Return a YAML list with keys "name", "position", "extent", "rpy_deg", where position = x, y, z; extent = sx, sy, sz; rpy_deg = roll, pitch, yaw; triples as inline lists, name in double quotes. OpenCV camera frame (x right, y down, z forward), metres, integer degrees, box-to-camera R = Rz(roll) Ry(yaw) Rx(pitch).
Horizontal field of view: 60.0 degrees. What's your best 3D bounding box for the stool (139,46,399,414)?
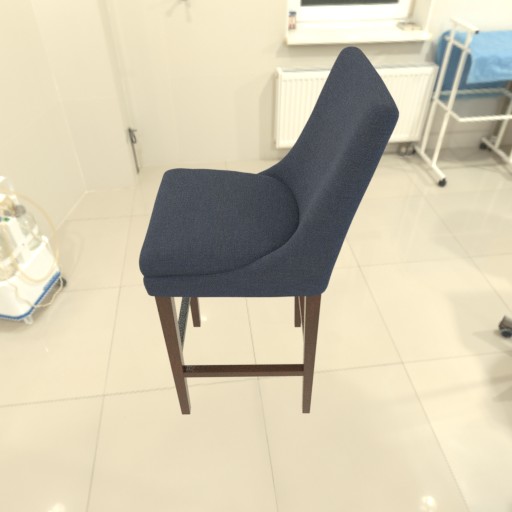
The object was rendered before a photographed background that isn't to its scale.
- name: "stool"
  position: [0.000, 0.000, 1.332]
  extent: [0.577, 1.078, 0.470]
  rpy_deg: [0, 41, 0]
